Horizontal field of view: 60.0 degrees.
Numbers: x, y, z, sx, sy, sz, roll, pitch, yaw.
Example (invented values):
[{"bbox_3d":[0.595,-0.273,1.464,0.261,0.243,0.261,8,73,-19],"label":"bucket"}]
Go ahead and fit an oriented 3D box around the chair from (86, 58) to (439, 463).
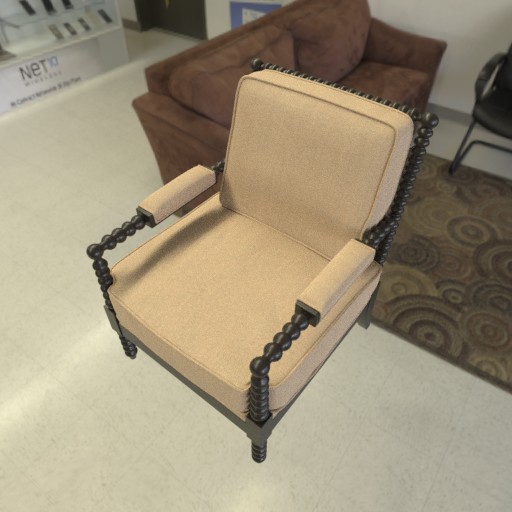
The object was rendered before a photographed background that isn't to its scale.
[{"bbox_3d":[0.000,0.000,1.145,0.555,0.703,0.657,29,52,26],"label":"chair"}]
